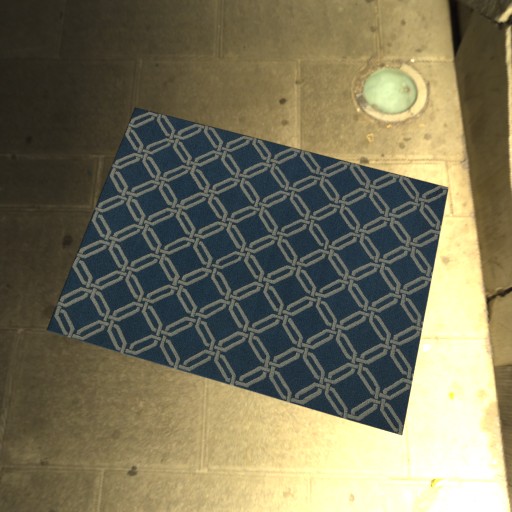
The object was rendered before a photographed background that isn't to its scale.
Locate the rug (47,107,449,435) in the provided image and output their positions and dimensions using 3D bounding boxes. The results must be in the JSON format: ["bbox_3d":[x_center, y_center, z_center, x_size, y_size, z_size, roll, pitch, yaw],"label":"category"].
[{"bbox_3d":[0.000,0.000,4.277,3.342,0.018,2.432,15,76,4],"label":"rug"}]
